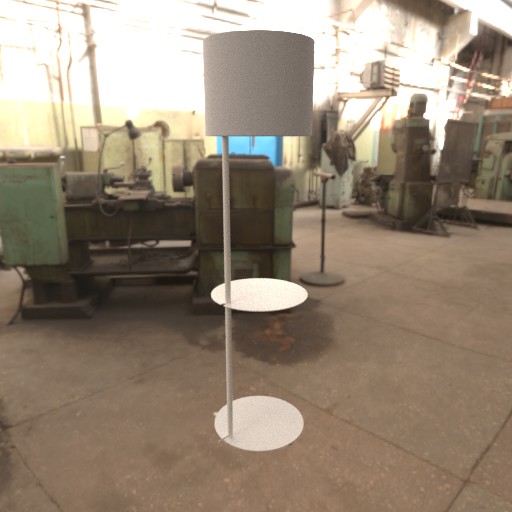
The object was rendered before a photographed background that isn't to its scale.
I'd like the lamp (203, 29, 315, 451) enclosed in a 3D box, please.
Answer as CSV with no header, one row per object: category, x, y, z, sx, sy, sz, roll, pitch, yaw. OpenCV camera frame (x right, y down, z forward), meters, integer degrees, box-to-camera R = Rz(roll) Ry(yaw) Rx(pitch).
lamp,0.000,0.000,1.655,0.405,1.465,0.372,-14,20,-42
